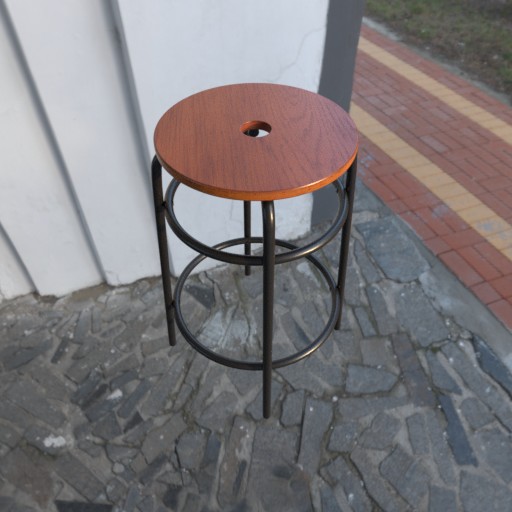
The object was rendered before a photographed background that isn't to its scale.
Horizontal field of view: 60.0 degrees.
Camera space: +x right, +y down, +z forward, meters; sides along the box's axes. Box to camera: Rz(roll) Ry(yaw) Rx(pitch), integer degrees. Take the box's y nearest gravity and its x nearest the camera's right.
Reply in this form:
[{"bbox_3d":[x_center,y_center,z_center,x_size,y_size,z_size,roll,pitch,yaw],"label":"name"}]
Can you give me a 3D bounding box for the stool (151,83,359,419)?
[{"bbox_3d":[0.000,0.000,0.951,0.455,0.610,0.455,-5,47,-4],"label":"stool"}]
